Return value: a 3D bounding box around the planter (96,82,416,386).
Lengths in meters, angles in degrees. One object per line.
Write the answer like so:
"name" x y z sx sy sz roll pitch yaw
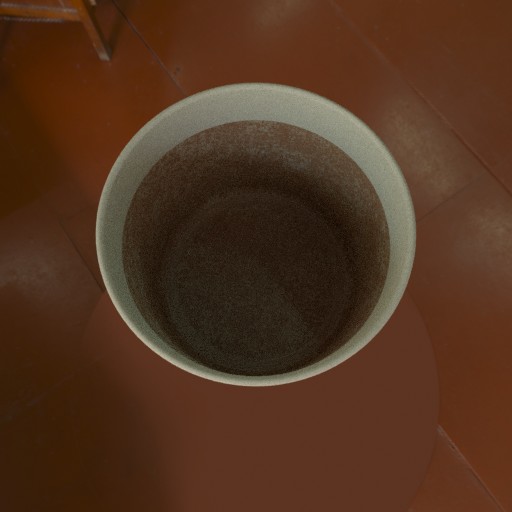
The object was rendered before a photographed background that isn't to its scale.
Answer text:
"planter" 0.000 0.000 0.285 0.159 0.138 0.159 0 75 0
